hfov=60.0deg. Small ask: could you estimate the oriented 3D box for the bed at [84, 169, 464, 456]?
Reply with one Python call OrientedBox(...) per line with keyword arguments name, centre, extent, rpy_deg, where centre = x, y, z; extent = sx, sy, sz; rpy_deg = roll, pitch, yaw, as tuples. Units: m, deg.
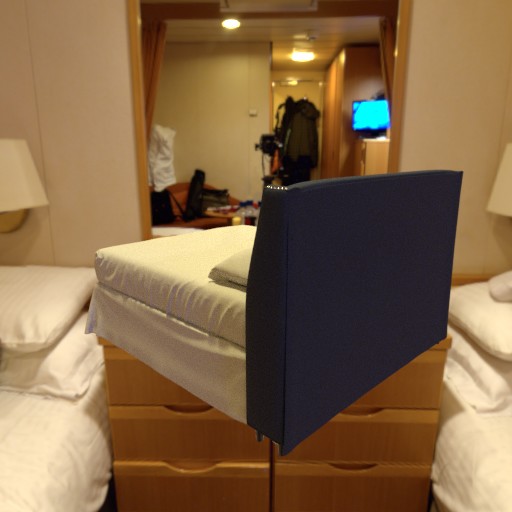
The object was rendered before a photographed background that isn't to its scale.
OrientedBox(name="bed", centre=(0.000, 0.000, 3.388), extent=(2.276, 1.332, 1.925), rpy_deg=(13, 19, 43))
